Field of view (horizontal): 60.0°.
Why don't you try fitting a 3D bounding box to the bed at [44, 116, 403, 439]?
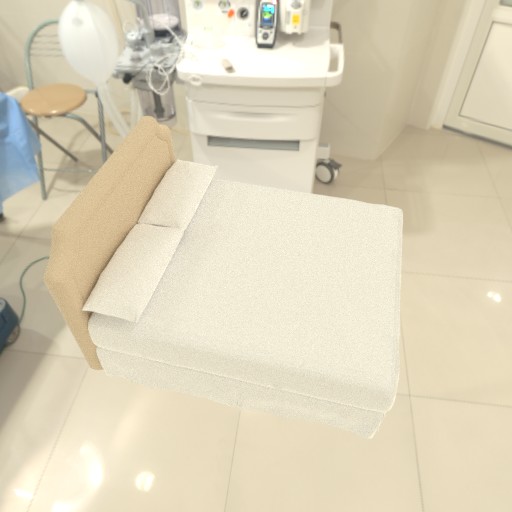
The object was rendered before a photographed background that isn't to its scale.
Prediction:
[{"bbox_3d":[0.000,0.000,3.881,2.548,1.524,2.134,10,48,10],"label":"bed"}]
